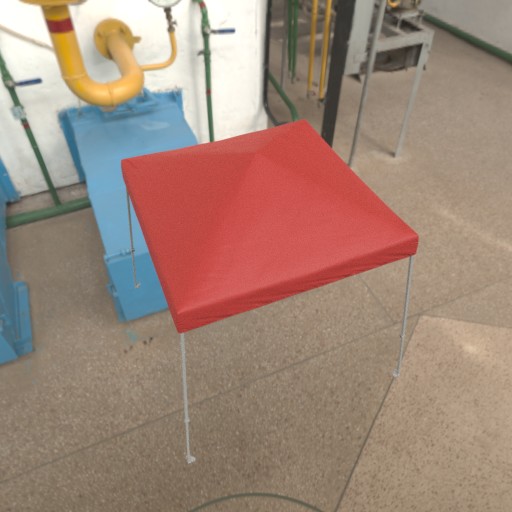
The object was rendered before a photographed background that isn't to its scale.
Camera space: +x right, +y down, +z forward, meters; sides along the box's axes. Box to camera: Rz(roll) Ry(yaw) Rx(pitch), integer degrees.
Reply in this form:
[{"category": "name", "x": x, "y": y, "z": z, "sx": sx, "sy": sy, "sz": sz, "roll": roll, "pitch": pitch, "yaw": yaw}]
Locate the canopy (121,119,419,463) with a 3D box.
[{"category": "canopy", "x": 0.000, "y": 0.000, "z": 6.623, "sx": 3.599, "sy": 3.600, "sz": 3.600, "roll": -17, "pitch": 48, "yaw": -16}]
